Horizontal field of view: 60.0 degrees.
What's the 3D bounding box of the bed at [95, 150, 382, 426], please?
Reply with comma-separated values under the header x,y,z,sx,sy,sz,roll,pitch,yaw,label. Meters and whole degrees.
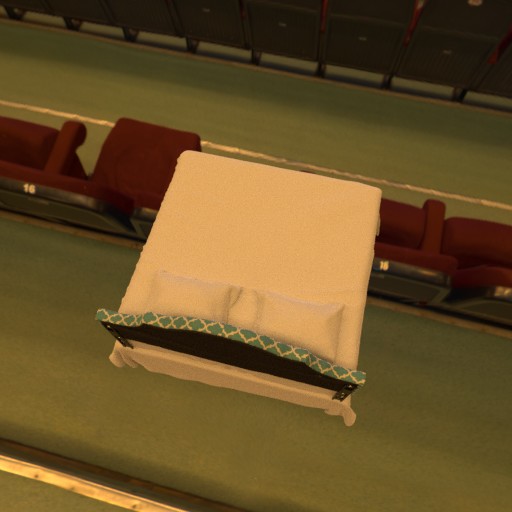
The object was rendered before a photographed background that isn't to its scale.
x,y,z,sx,sy,sz,roll,pitch,yaw,label
0.000,0.000,3.905,2.314,1.601,2.222,12,64,6,bed
